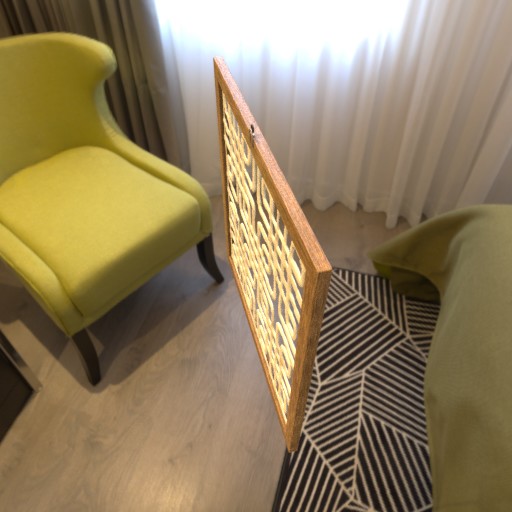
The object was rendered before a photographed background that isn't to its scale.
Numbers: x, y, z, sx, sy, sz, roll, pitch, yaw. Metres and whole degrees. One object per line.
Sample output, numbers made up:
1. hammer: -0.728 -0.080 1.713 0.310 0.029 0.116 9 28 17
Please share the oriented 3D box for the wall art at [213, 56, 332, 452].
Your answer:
1. wall art: 0.000 0.000 0.864 0.021 0.582 0.561 -11 48 -10
